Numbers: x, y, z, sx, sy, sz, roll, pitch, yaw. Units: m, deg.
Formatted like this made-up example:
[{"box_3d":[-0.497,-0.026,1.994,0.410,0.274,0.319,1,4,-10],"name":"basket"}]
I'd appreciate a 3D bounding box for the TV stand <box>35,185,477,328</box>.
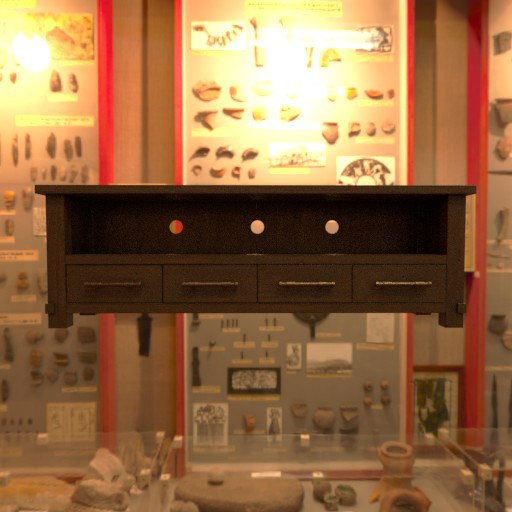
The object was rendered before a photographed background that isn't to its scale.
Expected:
[{"box_3d":[0.000,0.000,2.106,1.866,0.615,0.471,0,2,0],"name":"TV stand"}]
